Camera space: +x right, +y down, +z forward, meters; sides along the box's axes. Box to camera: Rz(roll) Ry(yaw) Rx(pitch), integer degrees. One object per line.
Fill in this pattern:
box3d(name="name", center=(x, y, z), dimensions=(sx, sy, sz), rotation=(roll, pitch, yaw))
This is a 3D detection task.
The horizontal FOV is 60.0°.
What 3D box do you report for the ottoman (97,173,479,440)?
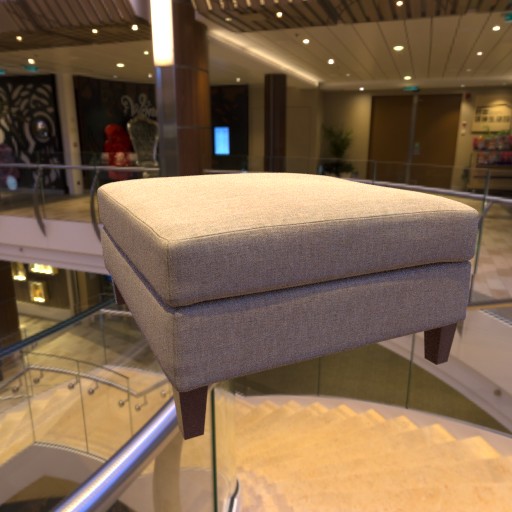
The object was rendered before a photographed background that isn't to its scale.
box3d(name="ottoman", center=(0.000, 0.000, 1.414), dimensions=(0.836, 0.492, 0.976), rotation=(-7, 17, -25))
